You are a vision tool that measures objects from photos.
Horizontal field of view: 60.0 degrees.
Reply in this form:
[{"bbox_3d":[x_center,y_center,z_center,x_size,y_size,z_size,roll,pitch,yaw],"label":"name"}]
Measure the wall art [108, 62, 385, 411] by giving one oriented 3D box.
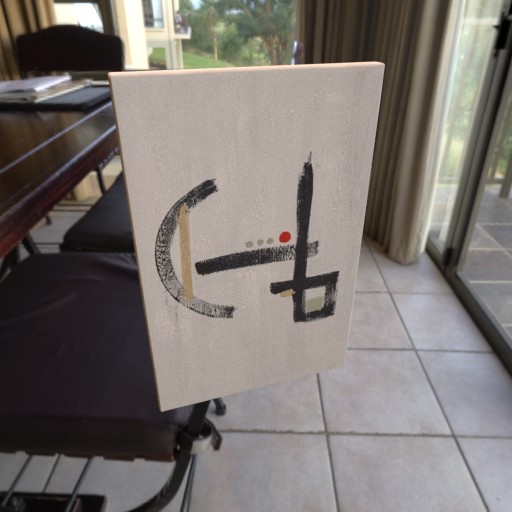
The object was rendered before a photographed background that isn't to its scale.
[{"bbox_3d":[0.000,0.000,1.162,0.602,0.916,0.048,-9,31,-16],"label":"wall art"}]
